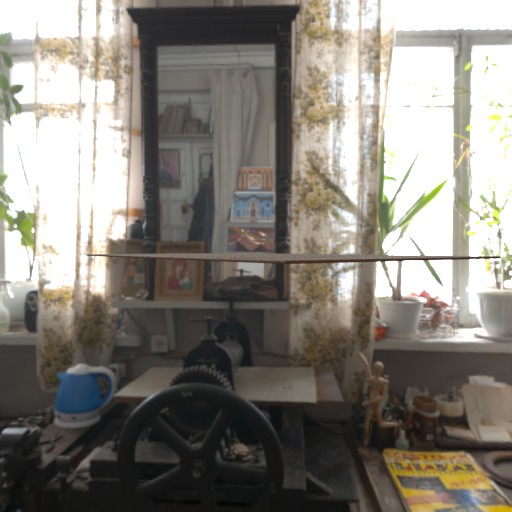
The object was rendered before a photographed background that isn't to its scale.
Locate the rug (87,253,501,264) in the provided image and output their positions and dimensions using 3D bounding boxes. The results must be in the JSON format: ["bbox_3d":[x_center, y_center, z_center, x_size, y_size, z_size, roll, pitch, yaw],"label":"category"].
[{"bbox_3d":[0.000,0.000,2.950,1.523,0.014,2.438,-1,1,-36],"label":"rug"}]
